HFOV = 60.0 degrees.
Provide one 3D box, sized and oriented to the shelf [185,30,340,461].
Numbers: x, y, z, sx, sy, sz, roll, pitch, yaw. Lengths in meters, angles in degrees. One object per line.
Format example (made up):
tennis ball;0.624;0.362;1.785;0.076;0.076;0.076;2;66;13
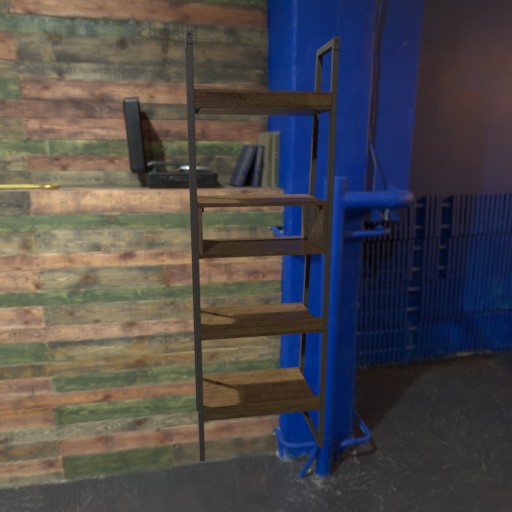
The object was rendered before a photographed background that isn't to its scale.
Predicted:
shelf;0.000;0.000;2.281;0.652;2.005;0.454;-2;13;-10
